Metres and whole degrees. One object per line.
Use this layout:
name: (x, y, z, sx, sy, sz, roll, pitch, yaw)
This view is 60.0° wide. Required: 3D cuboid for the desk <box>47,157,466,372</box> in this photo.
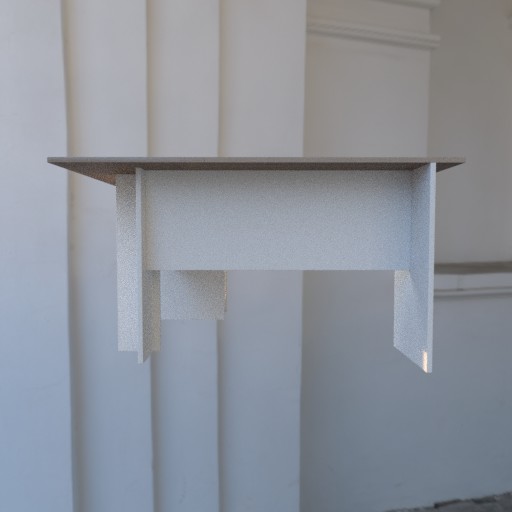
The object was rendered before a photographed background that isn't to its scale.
desk: (0.000, 0.000, 2.109, 1.361, 0.716, 1.303, 0, 3, 0)
